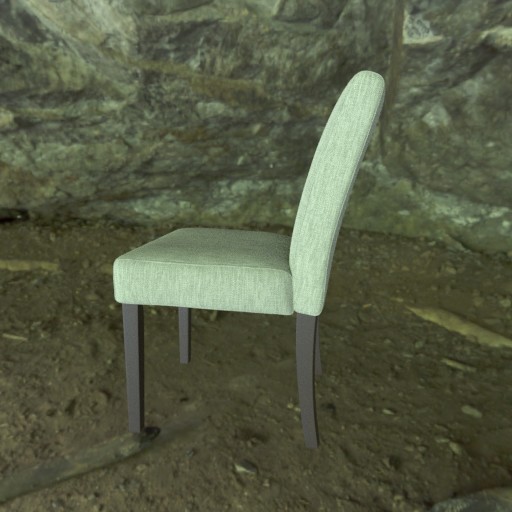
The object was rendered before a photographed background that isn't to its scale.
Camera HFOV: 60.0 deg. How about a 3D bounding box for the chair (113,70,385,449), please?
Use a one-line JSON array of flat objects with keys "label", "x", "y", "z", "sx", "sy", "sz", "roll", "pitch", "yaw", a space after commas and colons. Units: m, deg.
[{"label": "chair", "x": 0.000, "y": 0.000, "z": 1.236, "sx": 0.629, "sy": 0.884, "sz": 0.487, "roll": 2, "pitch": 13, "yaw": 9}]
